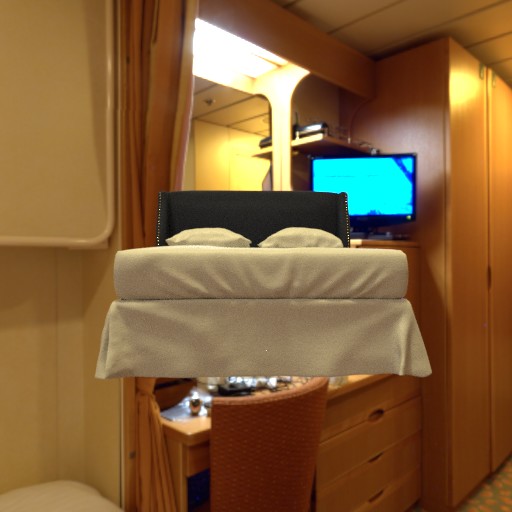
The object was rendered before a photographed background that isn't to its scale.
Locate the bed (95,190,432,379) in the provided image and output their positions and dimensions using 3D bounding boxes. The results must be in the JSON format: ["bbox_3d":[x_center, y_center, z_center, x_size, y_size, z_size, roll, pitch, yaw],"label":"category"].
[{"bbox_3d":[0.000,0.000,3.444,1.925,1.332,2.276,0,0,-1],"label":"bed"}]
